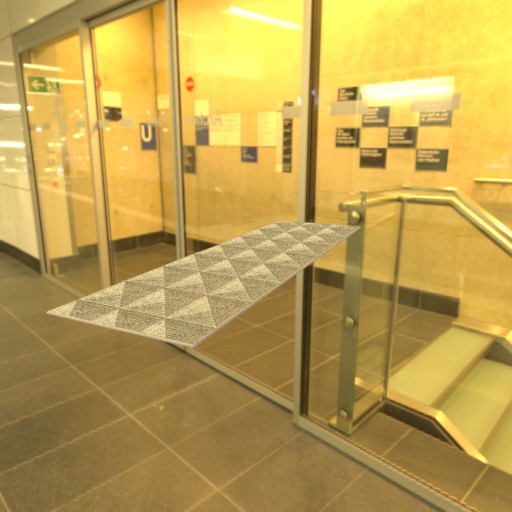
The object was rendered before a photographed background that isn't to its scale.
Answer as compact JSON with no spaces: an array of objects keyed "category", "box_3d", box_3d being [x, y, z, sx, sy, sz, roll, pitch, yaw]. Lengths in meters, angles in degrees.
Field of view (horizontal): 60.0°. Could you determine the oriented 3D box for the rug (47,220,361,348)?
[{"category":"rug","box_3d":[0.000,0.000,2.430,0.645,0.015,2.182,7,16,25]}]
